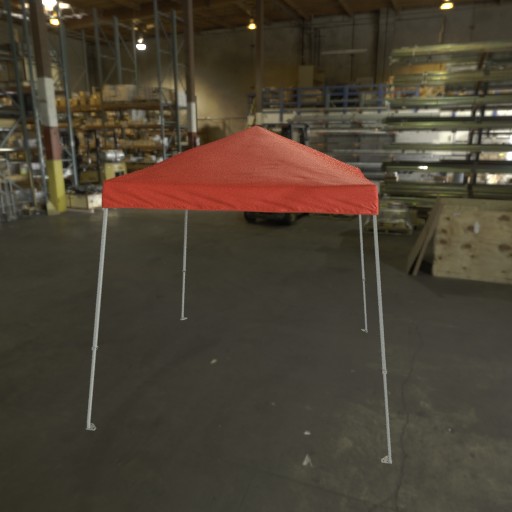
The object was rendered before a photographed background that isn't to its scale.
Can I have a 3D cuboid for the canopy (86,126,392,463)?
[{"bbox_3d":[0.000,0.000,5.051,2.850,2.850,2.849,2,15,9],"label":"canopy"}]
